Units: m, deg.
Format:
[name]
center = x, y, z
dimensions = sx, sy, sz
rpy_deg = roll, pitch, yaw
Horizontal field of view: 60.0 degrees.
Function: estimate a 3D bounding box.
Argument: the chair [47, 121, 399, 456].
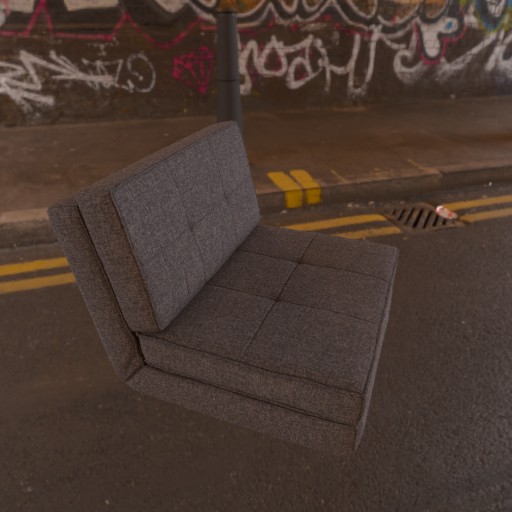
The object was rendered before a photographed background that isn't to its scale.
[chair]
center = 0.000, 0.000, 1.322
dimensions = 0.800, 0.615, 0.740
rpy_deg = 11, 31, 18
